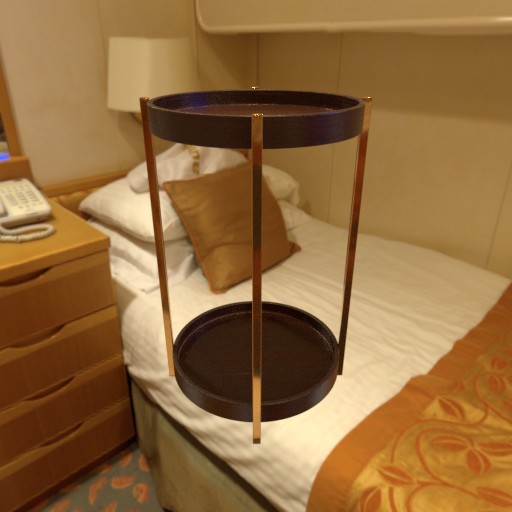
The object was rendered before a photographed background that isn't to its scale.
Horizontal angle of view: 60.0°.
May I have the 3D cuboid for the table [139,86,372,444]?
[{"bbox_3d":[0.000,0.000,0.899,0.400,0.610,0.400,0,26,0],"label":"table"}]
